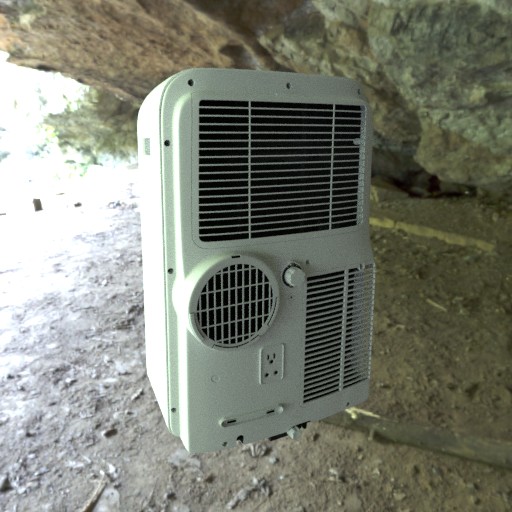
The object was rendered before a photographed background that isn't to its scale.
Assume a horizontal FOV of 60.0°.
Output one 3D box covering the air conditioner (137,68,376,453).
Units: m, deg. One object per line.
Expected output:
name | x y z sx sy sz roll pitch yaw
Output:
air conditioner | 0.000 0.000 0.941 0.454 0.700 0.365 -8 17 -26
